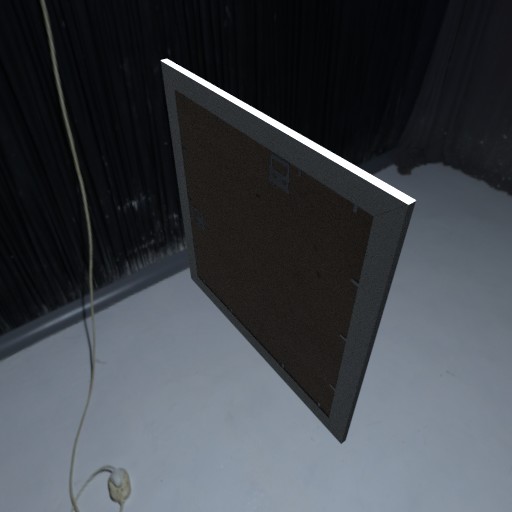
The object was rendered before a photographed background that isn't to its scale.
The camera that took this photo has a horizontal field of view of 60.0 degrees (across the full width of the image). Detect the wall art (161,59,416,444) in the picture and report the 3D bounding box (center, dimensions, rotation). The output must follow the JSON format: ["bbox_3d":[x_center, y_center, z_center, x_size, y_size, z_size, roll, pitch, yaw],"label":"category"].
[{"bbox_3d":[0.000,0.000,0.868,0.013,0.584,0.584,-27,49,-26],"label":"wall art"}]
